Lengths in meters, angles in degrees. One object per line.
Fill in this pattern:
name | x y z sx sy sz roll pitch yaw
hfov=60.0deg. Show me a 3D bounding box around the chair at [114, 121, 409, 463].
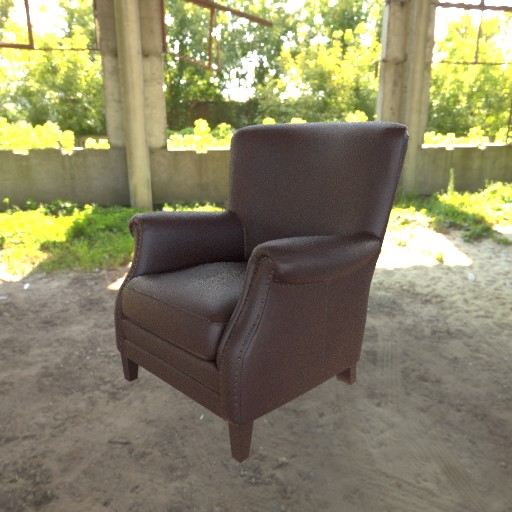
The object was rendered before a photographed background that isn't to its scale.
chair | 0.000 0.000 1.360 0.700 0.800 0.746 14 21 42
